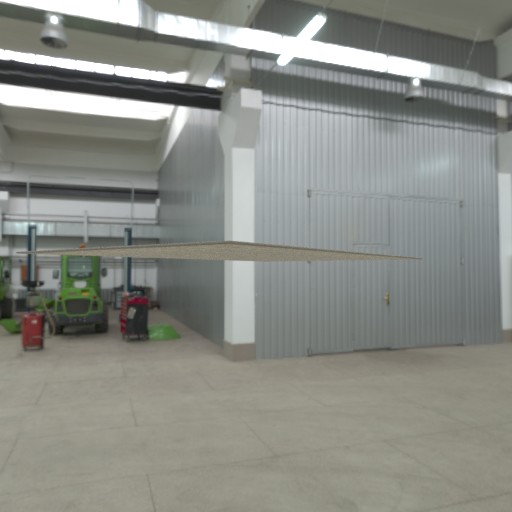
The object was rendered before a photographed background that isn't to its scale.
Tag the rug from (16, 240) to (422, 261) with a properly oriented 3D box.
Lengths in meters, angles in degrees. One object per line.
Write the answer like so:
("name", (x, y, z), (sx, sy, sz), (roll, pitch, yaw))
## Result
("rug", (0.000, 0.000, 2.979), (1.524, 0.011, 2.438), (-1, -2, 36))
